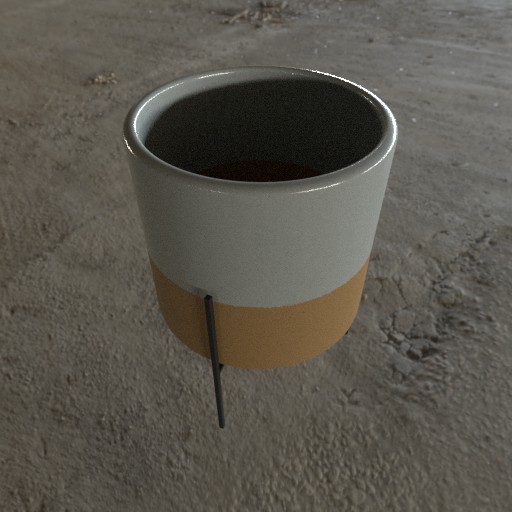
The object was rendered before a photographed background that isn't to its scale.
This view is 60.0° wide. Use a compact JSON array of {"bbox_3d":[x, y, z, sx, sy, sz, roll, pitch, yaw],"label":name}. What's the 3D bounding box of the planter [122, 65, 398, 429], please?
[{"bbox_3d":[0.000,0.000,0.637,0.310,0.432,0.310,26,49,25],"label":"planter"}]
